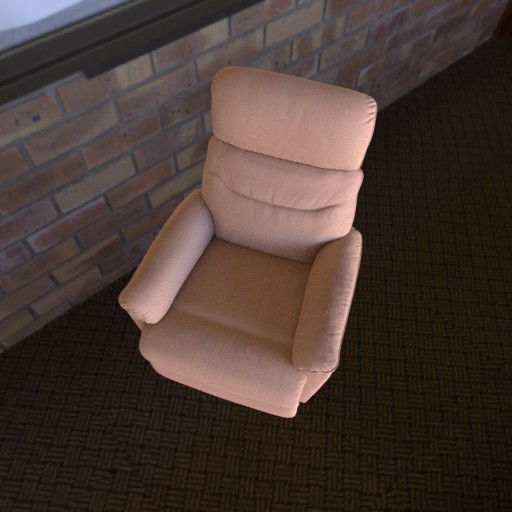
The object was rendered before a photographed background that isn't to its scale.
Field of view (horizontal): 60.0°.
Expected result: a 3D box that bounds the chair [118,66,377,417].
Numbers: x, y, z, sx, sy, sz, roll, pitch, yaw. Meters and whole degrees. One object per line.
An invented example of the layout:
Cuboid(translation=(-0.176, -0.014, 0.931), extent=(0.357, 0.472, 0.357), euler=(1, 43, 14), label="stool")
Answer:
Cuboid(translation=(0.000, 0.000, 1.786), extent=(0.820, 1.037, 1.004), euler=(16, 59, 10), label="chair")
